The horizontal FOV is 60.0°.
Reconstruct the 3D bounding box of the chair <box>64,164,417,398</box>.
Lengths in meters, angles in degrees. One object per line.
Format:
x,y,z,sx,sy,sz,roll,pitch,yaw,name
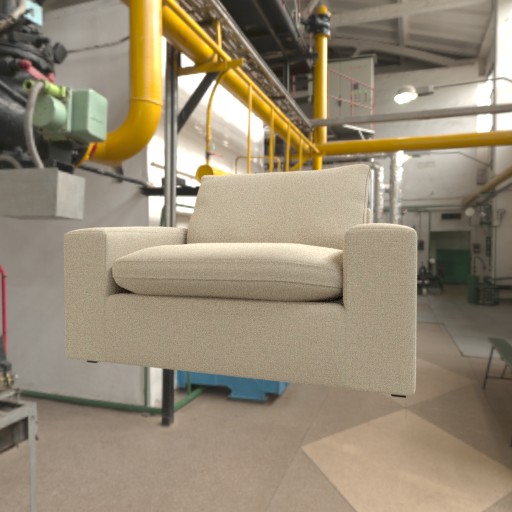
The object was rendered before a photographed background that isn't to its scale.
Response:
0.000,0.000,2.049,1.398,0.915,1.039,1,2,20,chair
